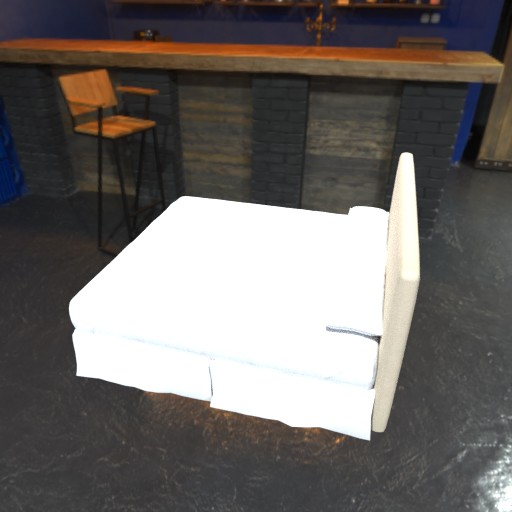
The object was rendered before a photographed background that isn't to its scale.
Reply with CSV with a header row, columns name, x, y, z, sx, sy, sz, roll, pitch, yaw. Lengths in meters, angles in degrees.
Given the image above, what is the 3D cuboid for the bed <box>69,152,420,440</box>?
name,x,y,z,sx,sy,sz,roll,pitch,yaw
bed,0.000,0.000,3.639,2.319,1.317,2.119,8,32,14
